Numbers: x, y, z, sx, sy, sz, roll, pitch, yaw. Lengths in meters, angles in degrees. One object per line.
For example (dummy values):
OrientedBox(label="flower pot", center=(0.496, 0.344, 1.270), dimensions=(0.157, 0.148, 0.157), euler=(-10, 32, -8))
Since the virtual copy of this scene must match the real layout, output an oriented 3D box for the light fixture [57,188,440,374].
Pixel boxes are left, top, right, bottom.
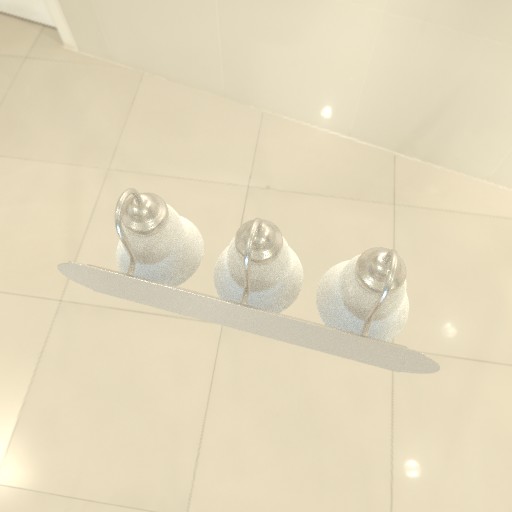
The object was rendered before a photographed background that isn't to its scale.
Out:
OrientedBox(label="light fixture", center=(0.000, 0.000, 0.707), dimensions=(0.610, 0.222, 0.199), euler=(14, 64, 7))
